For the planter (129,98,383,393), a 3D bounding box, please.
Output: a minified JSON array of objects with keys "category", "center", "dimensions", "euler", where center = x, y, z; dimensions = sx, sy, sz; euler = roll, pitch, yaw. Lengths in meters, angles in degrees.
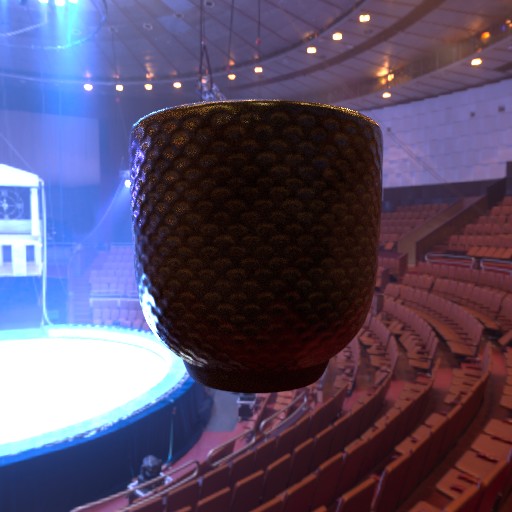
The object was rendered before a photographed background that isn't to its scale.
[{"category":"planter","center":[0.000,0.000,0.358],"dimensions":[0.197,0.191,0.197],"euler":[0,1,0]}]
